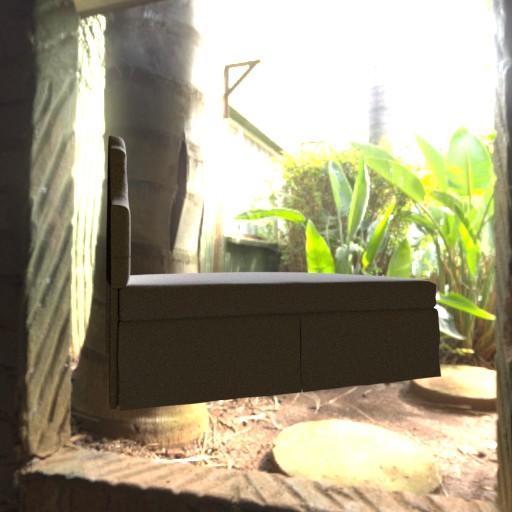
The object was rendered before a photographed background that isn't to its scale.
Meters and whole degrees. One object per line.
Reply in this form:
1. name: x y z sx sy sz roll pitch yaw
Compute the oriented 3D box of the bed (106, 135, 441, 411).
1. bed: 0.000 0.000 3.298 2.092 1.575 1.627 0 -1 -19
